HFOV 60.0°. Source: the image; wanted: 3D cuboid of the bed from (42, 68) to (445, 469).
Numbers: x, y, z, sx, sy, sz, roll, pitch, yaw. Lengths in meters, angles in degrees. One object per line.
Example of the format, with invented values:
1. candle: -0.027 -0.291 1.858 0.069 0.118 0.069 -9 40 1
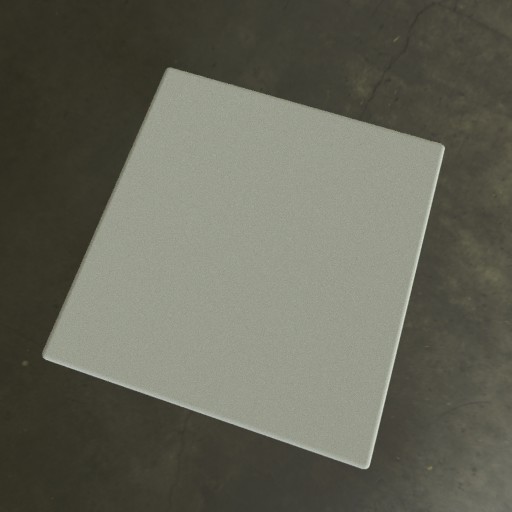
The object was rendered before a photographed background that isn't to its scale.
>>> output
1. bed: 0.000 0.000 2.976 1.930 0.616 2.049 17 76 5
